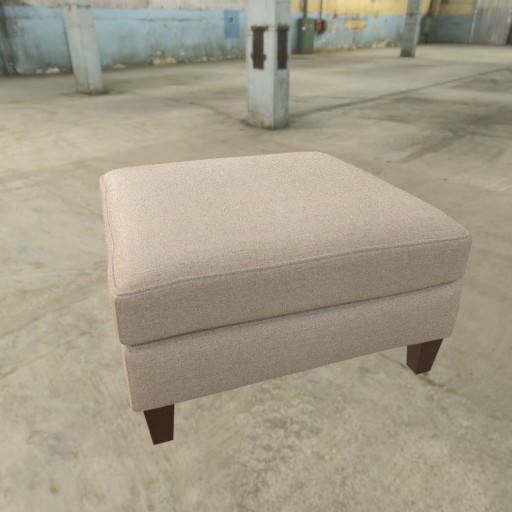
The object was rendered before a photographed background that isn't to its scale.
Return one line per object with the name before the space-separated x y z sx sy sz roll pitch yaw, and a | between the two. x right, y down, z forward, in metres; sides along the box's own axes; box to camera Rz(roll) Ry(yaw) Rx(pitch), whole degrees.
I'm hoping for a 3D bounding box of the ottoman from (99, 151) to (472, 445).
ottoman | 0.000 0.000 1.335 0.838 0.481 0.838 -9 28 -17
